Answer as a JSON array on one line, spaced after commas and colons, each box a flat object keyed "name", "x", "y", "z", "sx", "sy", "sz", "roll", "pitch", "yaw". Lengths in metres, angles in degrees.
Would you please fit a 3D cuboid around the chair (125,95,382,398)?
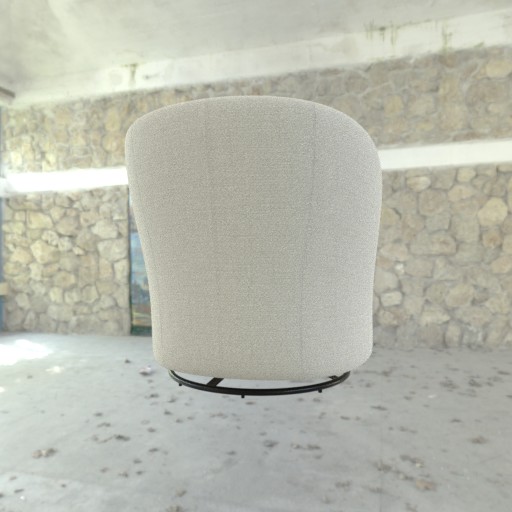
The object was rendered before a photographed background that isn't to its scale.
[{"name": "chair", "x": 0.000, "y": 0.000, "z": 1.447, "sx": 0.791, "sy": 0.771, "sz": 0.815, "roll": 0, "pitch": -1, "yaw": 17}]
